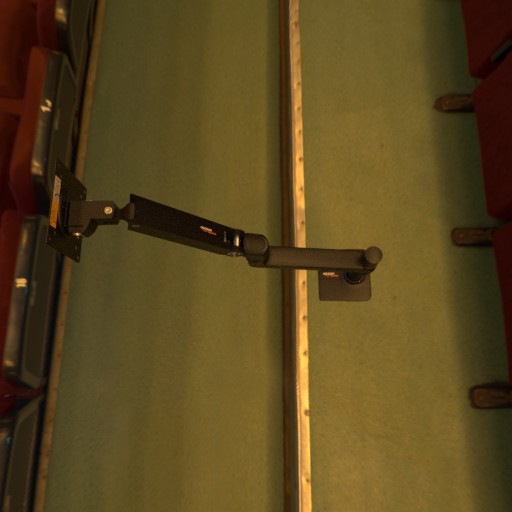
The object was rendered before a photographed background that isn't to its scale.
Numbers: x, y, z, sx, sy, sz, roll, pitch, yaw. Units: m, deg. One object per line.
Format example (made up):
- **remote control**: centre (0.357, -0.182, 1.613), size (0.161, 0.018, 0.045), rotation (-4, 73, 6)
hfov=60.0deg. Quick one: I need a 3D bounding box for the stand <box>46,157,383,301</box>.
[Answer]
- **stand**: centre (0.000, 0.000, 1.046), size (0.650, 0.713, 0.152), rotation (0, 76, 0)
